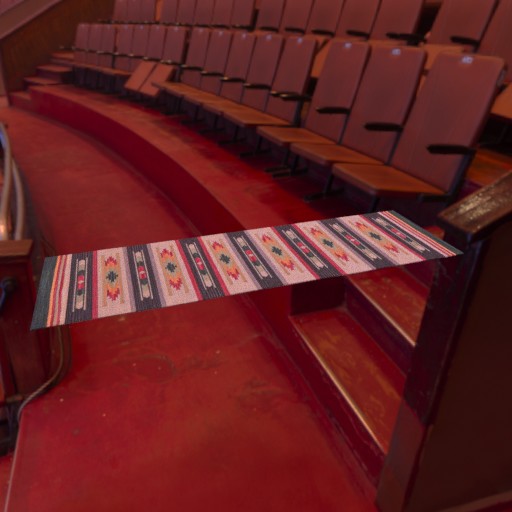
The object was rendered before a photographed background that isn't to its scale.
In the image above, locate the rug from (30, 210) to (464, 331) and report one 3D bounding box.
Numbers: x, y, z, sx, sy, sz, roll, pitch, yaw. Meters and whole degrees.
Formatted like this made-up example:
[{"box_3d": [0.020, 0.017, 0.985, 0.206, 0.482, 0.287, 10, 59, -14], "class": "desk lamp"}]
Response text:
[{"box_3d": [0.000, 0.000, 2.697, 2.440, 0.009, 0.760, -9, 29, -16], "class": "rug"}]
